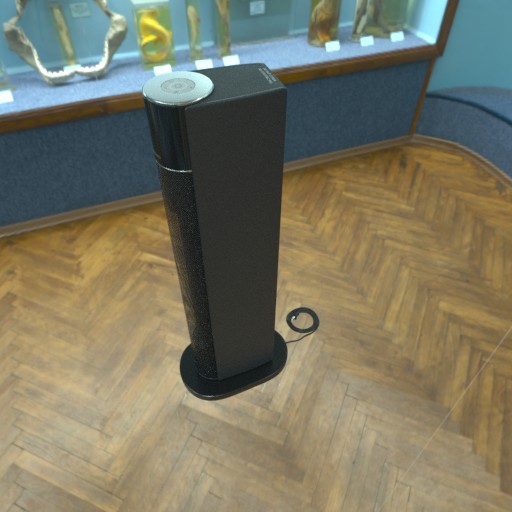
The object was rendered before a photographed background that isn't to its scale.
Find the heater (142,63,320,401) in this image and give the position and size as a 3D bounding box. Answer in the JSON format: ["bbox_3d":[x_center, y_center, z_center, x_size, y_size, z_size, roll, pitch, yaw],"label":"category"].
[{"bbox_3d":[0.000,0.000,1.023,0.458,0.856,0.214,-15,48,-14],"label":"heater"}]
